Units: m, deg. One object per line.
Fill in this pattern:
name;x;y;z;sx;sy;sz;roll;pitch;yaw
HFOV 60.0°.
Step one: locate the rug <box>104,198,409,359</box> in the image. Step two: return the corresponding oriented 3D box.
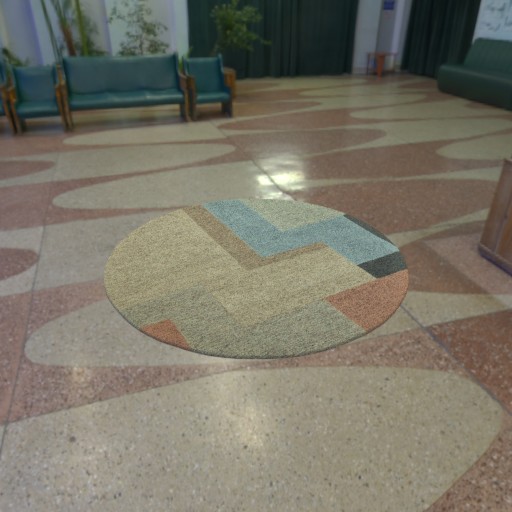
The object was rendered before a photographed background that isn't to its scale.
rug;0.000;0.000;3.723;2.461;0.033;2.461;0;30;0
